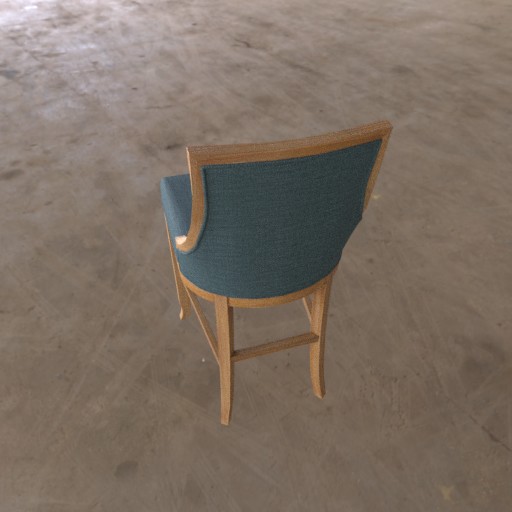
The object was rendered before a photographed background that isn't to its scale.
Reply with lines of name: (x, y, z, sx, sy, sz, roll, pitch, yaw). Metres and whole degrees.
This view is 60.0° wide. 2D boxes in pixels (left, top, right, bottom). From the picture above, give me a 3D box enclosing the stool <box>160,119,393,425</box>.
stool: (0.000, 0.000, 1.450, 0.524, 1.101, 0.626, -11, 43, -12)
